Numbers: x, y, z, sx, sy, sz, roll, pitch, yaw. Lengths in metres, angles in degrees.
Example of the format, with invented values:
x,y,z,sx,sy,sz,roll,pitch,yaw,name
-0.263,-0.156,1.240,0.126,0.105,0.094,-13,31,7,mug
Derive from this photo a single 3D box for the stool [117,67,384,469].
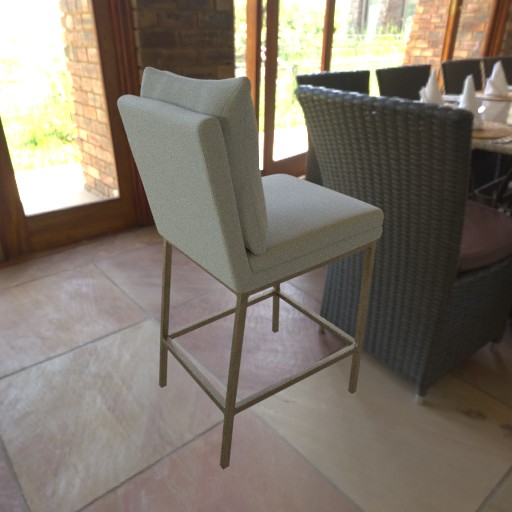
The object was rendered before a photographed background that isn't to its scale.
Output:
x,y,z,sx,sy,sz,roll,pitch,yaw,name
0.000,0.000,1.312,0.572,1.032,0.463,-18,32,-32,stool
